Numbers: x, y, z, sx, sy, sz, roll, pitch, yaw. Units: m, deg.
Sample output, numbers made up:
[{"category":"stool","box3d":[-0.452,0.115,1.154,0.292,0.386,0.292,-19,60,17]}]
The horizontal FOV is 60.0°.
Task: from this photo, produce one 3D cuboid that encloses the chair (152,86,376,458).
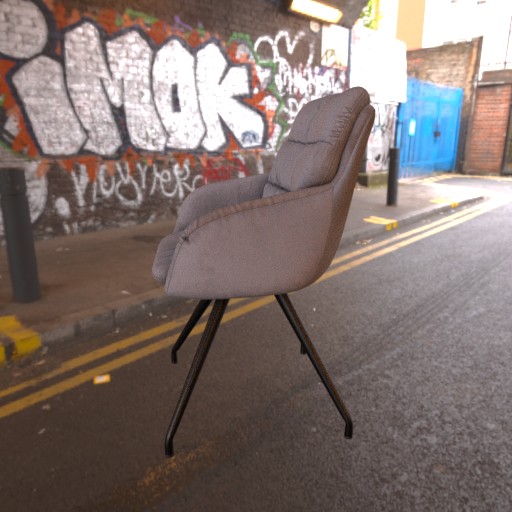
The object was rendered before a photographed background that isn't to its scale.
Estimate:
[{"category":"chair","box3d":[0.000,0.000,1.263,0.569,0.888,0.579,-2,15,-8]}]
